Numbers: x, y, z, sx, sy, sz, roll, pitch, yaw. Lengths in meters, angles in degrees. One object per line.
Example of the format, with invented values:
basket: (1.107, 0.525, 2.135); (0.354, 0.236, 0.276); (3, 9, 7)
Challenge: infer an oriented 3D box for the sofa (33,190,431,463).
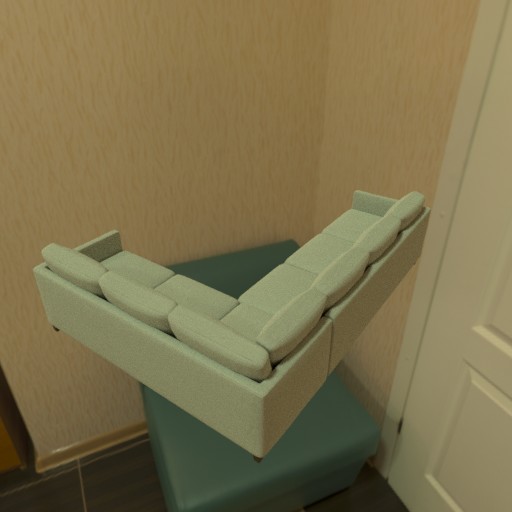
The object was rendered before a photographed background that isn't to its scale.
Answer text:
sofa: (0.000, 0.000, 4.527); (2.522, 0.934, 3.333); (20, 37, 30)
